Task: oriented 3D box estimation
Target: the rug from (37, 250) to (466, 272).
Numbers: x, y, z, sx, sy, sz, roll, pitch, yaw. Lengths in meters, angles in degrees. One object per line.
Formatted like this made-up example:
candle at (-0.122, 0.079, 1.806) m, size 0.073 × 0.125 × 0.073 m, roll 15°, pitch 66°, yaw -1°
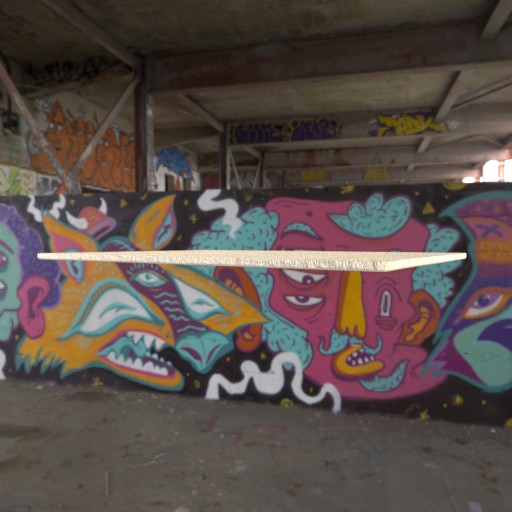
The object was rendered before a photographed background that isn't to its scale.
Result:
rug at (0.000, 0.000, 2.048) m, size 1.600 × 0.027 × 1.200 m, roll 1°, pitch 2°, yaw 34°
